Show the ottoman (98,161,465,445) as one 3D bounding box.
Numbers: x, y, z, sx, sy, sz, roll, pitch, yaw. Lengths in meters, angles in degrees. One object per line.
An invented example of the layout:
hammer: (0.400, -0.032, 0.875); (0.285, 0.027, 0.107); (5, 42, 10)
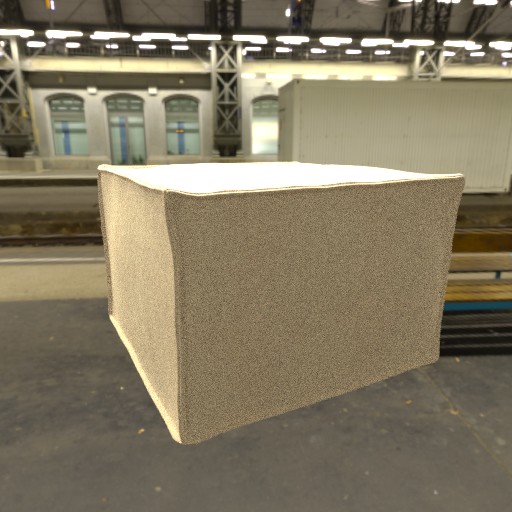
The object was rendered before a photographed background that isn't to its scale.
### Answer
ottoman: (0.000, 0.000, 1.147); (0.696, 0.470, 0.707); (-8, 17, -27)
